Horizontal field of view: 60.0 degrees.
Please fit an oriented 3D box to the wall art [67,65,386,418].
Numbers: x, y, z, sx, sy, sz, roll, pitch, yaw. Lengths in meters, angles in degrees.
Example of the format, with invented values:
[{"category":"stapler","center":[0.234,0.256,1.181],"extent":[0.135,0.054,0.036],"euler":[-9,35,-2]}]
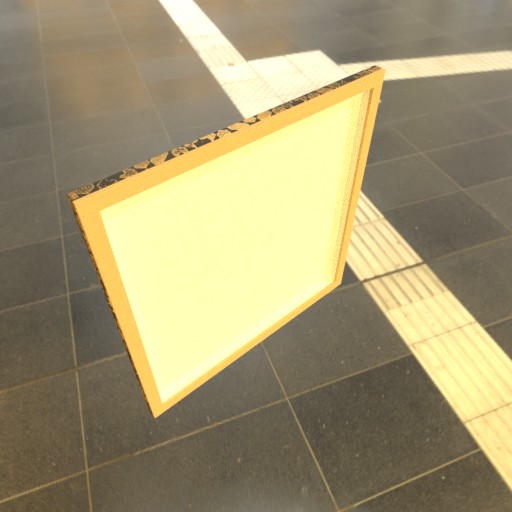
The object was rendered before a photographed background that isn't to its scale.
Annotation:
[{"category":"wall art","center":[0.000,0.000,1.362],"extent":[0.914,0.914,0.038],"euler":[-31,53,-27]}]
